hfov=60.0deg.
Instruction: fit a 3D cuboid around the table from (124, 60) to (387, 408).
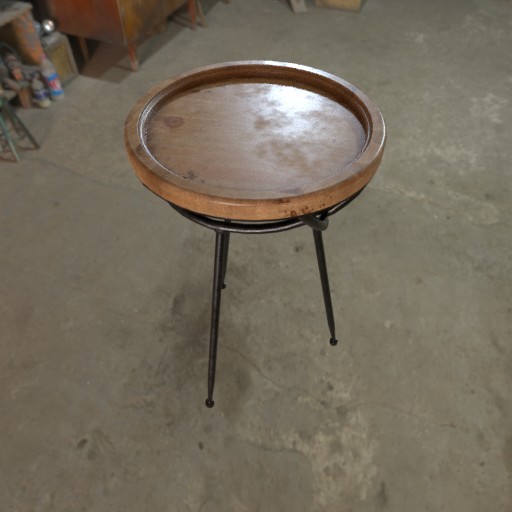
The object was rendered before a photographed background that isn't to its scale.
[{"bbox_3d":[0.000,0.000,0.947,0.414,0.664,0.418,-11,49,-10],"label":"table"}]
